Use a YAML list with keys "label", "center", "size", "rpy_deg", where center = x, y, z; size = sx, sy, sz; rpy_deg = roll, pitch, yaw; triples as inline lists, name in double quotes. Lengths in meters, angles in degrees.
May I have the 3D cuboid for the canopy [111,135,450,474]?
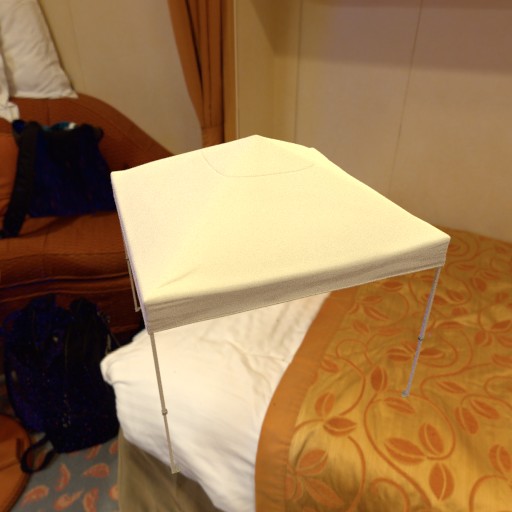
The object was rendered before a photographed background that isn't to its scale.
- label: "canopy"
  center: [0.000, 0.000, 5.465]
  size: [2.998, 2.997, 2.996]
  rpy_deg: [-11, 33, -17]
